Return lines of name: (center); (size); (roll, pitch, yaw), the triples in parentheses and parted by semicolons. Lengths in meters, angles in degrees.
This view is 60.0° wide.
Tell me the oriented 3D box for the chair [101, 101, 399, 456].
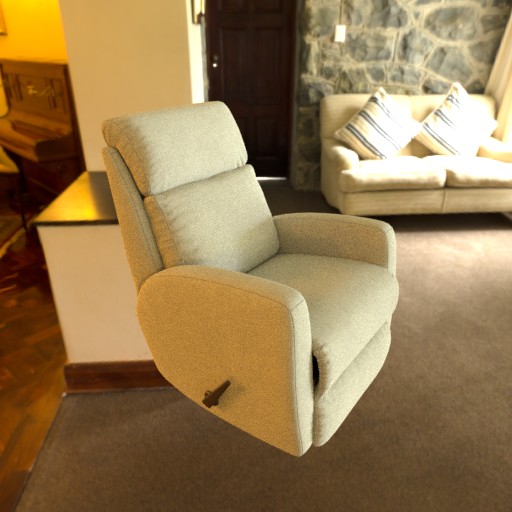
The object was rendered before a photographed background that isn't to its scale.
chair: (0.000, 0.000, 1.665); (0.941, 1.015, 0.812); (18, 31, 32)
